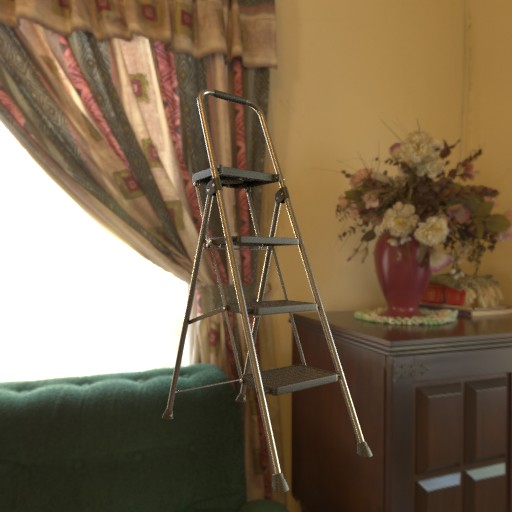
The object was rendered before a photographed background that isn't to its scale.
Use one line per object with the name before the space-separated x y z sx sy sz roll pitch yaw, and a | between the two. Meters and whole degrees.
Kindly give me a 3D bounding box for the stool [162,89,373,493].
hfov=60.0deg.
stool | 0.000 0.000 1.595 0.396 1.277 0.733 1 -1 -37
